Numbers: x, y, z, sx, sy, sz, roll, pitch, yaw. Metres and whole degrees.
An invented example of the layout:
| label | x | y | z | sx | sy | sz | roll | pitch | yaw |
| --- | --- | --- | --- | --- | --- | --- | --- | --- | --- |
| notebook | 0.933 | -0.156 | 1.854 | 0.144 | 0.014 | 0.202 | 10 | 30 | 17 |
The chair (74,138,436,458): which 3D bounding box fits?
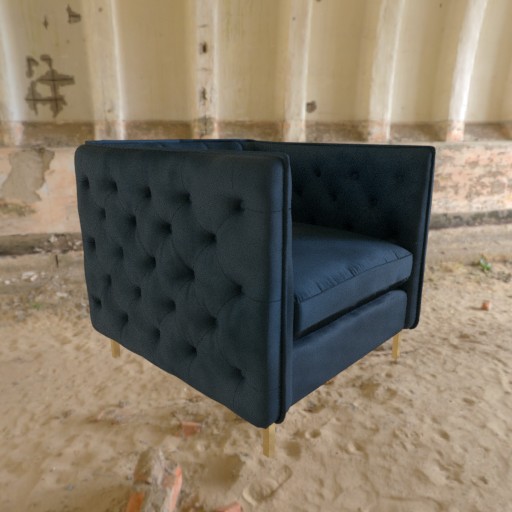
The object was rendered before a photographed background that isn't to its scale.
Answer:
| label | x | y | z | sx | sy | sz | roll | pitch | yaw |
| --- | --- | --- | --- | --- | --- | --- | --- | --- | --- |
| chair | 0.000 | 0.000 | 1.522 | 0.877 | 0.771 | 0.868 | 14 | 21 | 41 |
